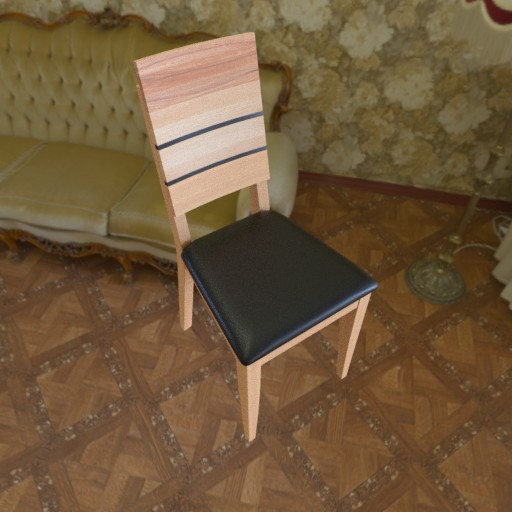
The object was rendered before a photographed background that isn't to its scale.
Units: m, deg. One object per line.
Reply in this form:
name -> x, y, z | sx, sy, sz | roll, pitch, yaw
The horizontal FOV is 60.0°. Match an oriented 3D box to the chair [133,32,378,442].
chair -> 0.000, 0.000, 1.183 | 0.410, 0.940, 0.520 | -26, 51, -23
